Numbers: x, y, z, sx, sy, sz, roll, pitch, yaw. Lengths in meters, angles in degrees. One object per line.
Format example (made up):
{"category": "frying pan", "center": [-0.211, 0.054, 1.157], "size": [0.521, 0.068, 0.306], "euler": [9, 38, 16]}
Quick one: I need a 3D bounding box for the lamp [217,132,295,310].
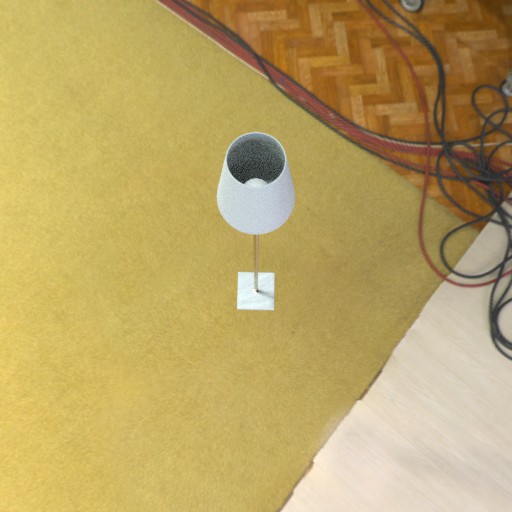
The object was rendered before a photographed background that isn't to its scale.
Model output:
{"category": "lamp", "center": [0.000, 0.000, 1.895], "size": [0.229, 1.813, 0.232], "euler": [1, 76, 0]}
